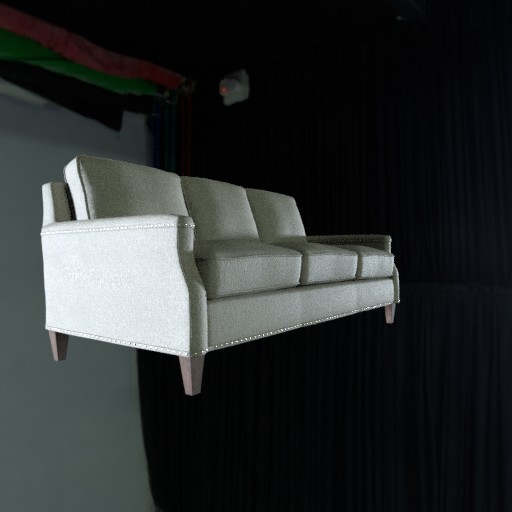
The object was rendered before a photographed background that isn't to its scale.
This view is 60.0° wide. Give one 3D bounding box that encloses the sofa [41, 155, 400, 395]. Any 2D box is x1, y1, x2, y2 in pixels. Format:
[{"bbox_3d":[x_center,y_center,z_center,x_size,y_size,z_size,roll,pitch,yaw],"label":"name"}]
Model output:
[{"bbox_3d":[0.000,0.000,2.750,1.084,1.003,2.246,0,0,36],"label":"sofa"}]
